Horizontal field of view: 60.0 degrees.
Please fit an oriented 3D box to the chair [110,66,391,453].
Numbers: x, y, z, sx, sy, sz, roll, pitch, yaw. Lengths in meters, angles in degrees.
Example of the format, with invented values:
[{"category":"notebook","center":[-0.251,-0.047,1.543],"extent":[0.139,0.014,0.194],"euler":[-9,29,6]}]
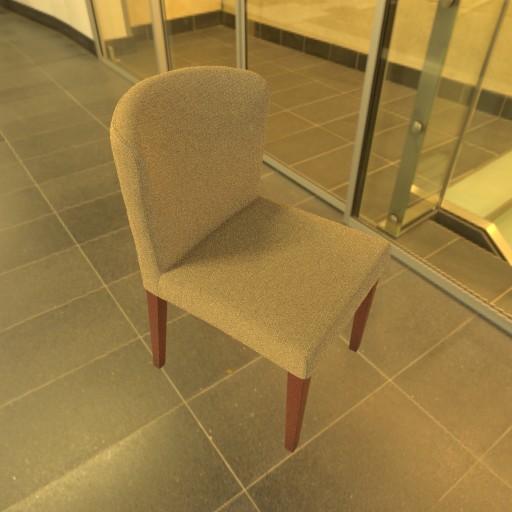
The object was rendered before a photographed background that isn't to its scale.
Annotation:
[{"category":"chair","center":[0.000,0.000,1.179],"extent":[0.589,0.839,0.491],"euler":[24,45,25]}]
